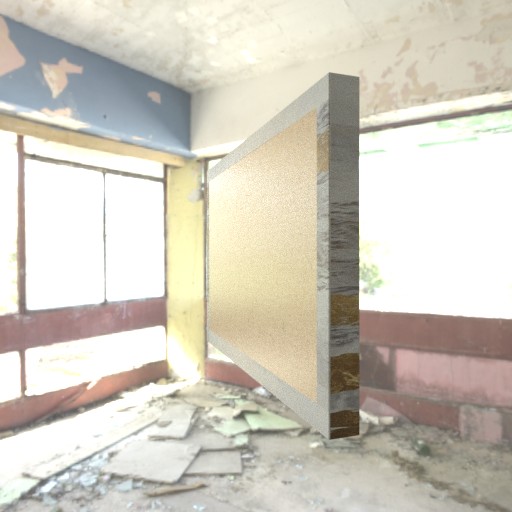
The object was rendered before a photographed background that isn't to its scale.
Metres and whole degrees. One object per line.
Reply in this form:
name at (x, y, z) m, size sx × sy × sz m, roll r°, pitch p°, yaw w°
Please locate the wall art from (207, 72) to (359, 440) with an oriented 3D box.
wall art at (0.000, 0.000, 0.783) m, size 0.041 × 0.407 × 0.606 m, roll 0°, pitch 0°, yaw -19°
